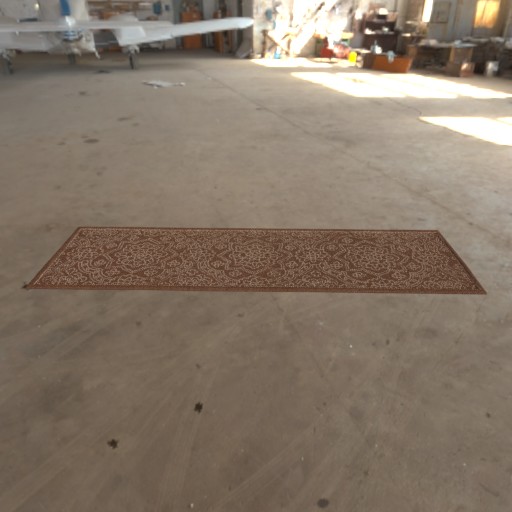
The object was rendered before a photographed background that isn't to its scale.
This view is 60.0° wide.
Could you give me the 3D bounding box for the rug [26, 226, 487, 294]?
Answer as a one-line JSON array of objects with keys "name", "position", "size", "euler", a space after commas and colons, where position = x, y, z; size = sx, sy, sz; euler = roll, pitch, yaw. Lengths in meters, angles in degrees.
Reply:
[{"name": "rug", "position": [0.000, 0.000, 2.673], "size": [2.448, 0.012, 0.769], "euler": [1, 29, 1]}]
